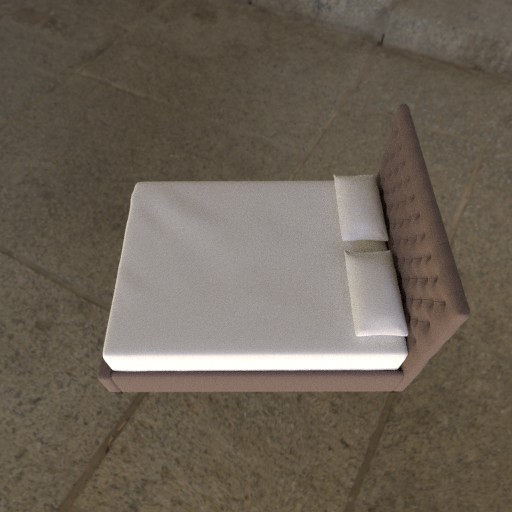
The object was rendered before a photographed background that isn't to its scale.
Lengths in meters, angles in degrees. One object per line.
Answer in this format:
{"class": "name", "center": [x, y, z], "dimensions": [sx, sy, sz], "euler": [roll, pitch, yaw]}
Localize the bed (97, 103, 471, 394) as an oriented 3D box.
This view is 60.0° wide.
{"class": "bed", "center": [0.000, 0.000, 3.305], "dimensions": [2.233, 1.426, 1.696], "euler": [0, 57, 0]}
